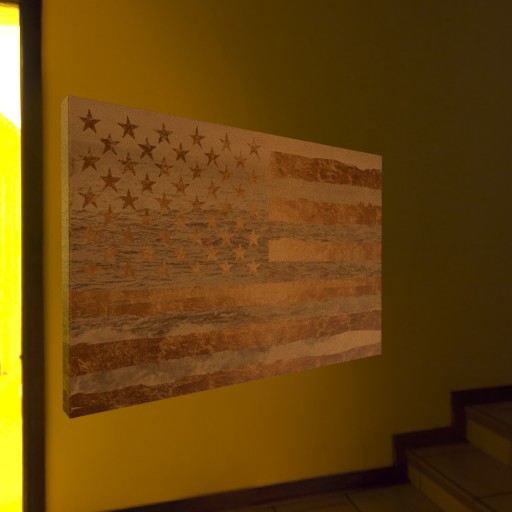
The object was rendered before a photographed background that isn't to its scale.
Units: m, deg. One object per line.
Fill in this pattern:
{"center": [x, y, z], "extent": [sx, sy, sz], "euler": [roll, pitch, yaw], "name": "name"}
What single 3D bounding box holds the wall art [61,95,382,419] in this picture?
{"center": [0.000, 0.000, 0.749], "extent": [0.606, 0.407, 0.041], "euler": [0, 1, -36], "name": "wall art"}
